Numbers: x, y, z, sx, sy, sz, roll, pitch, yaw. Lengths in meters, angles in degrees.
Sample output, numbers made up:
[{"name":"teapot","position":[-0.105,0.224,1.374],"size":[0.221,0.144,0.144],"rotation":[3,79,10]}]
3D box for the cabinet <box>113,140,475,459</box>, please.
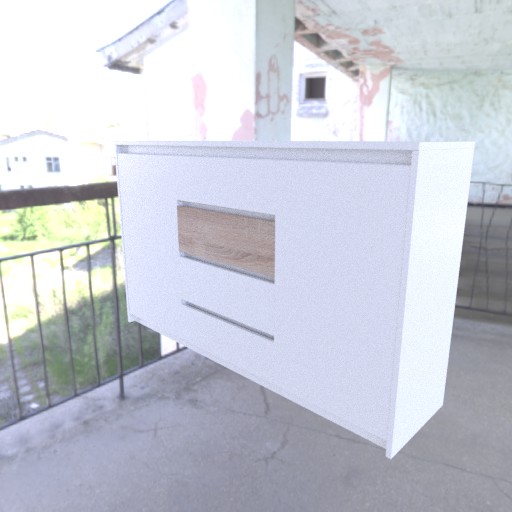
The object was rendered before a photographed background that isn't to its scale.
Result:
[{"name":"cabinet","position":[0.000,0.000,1.792],"size":[1.450,0.900,0.380],"rotation":[14,20,42]}]
